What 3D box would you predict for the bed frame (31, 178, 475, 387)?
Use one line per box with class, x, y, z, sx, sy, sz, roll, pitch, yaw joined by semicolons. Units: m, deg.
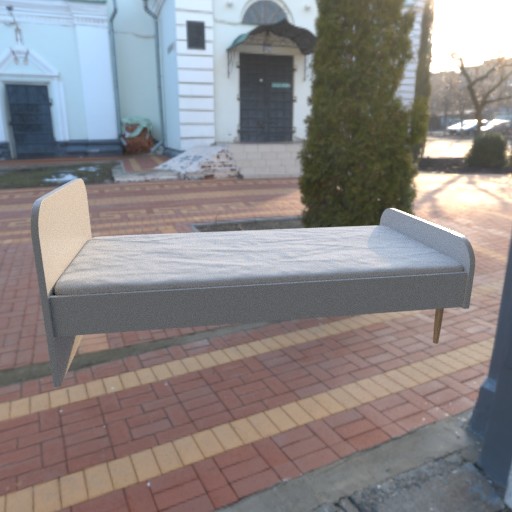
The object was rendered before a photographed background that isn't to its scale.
bed frame;0.000;0.000;2.450;1.963;0.805;0.998;-3;17;-9
